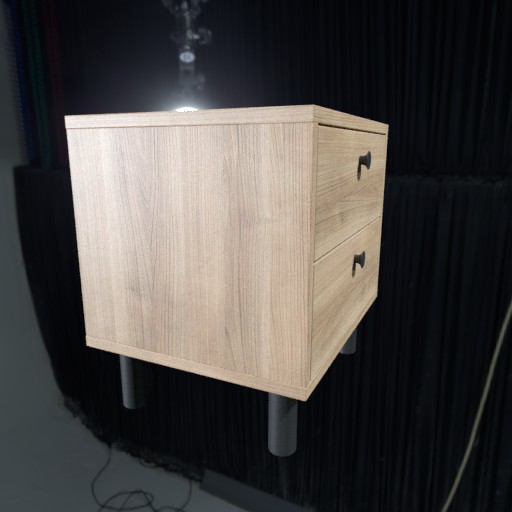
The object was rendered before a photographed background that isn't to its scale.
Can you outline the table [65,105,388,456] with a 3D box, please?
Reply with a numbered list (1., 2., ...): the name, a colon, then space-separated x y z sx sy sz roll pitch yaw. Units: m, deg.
1. table: 0.000 0.000 0.788 0.380 0.460 0.445 6 15 25
